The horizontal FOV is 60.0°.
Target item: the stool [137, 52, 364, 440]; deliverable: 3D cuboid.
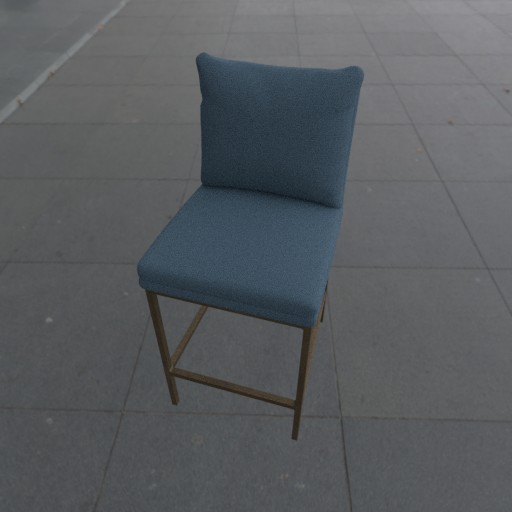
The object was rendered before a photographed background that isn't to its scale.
[{"bbox_3d":[0.000,0.000,1.338,0.463,1.032,0.568,11,43,13],"label":"stool"}]
